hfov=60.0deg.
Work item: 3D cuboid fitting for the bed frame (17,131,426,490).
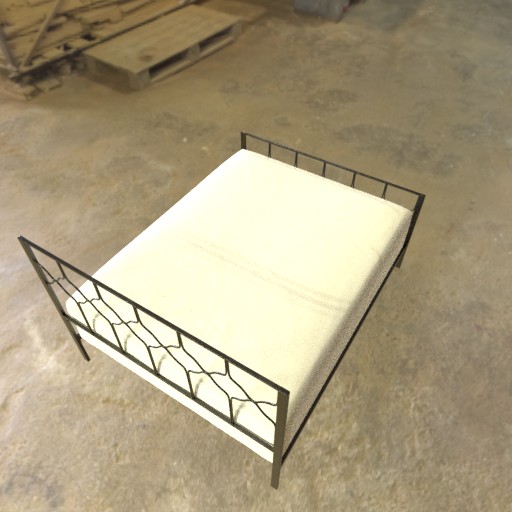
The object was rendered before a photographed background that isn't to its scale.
[{"bbox_3d":[0.000,0.000,3.023,1.597,1.222,2.063,25,52,21],"label":"bed frame"}]
